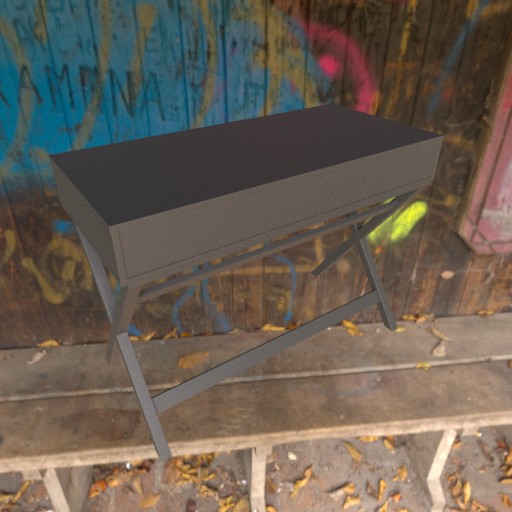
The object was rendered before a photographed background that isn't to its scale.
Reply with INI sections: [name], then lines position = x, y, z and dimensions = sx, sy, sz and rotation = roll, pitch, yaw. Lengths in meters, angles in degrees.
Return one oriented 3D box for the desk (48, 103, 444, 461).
[desk]
position = 0.000, 0.000, 1.513
dimensions = 1.057, 0.780, 0.525
rotation = -20, 37, -29
